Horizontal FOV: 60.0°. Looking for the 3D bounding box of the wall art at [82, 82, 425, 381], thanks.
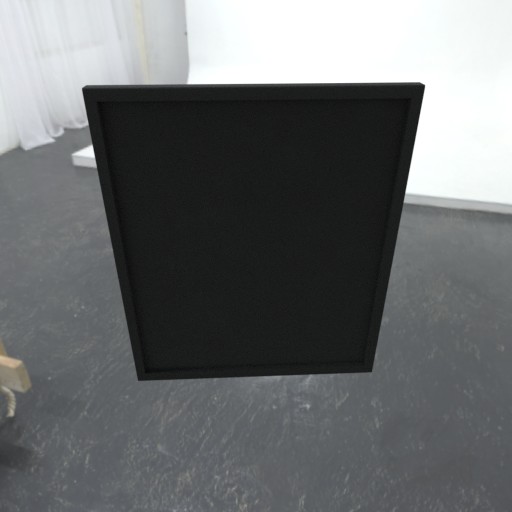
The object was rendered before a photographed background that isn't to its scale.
[{"bbox_3d":[0.000,0.000,0.695,0.432,0.508,0.021,-1,31,-2],"label":"wall art"}]
